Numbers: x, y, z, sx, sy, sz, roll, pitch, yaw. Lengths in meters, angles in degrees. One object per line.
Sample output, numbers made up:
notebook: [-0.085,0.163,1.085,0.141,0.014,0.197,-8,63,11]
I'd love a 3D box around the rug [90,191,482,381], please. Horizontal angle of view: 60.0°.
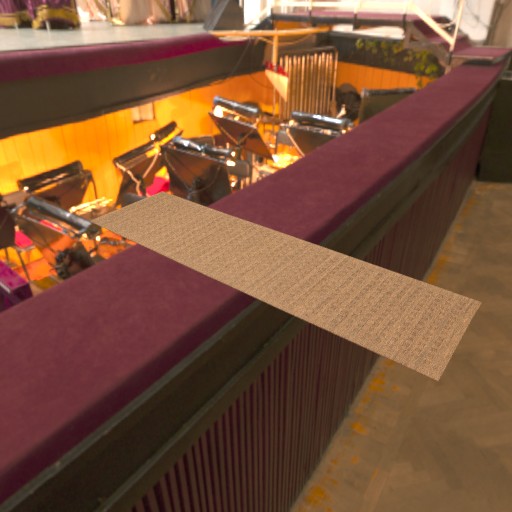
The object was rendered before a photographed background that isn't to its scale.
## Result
rug: [0.000,0.000,2.710,2.437,0.005,0.688,22,37,32]
